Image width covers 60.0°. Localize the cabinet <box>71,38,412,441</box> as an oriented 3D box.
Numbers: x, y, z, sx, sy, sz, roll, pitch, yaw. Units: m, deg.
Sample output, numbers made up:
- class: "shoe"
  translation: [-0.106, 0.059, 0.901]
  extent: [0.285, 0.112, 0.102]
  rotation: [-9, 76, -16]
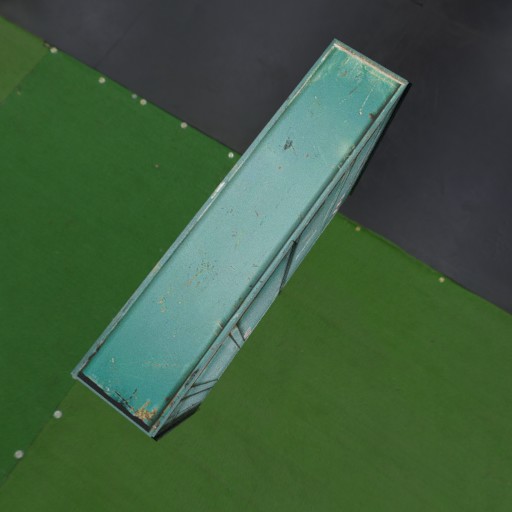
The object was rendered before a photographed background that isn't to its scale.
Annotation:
- class: "cabinet"
  translation: [0.000, 0.000, 4.039]
  extent: [0.680, 2.160, 3.001]
  rotation: [35, 78, 8]
